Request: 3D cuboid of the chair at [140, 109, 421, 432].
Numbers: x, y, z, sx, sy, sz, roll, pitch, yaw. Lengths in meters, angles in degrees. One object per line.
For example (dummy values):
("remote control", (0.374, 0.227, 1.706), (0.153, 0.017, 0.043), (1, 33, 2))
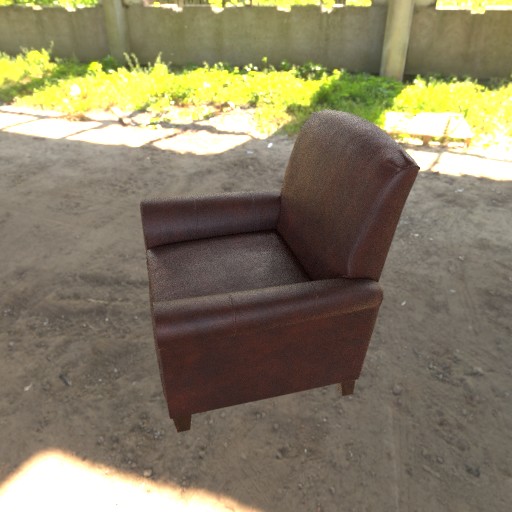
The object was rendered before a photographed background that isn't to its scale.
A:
("chair", (0.000, 0.000, 1.829), (0.902, 1.061, 0.978), (-8, 32, -13))
